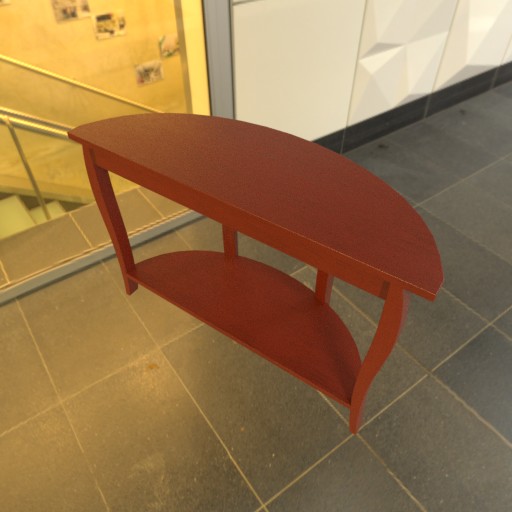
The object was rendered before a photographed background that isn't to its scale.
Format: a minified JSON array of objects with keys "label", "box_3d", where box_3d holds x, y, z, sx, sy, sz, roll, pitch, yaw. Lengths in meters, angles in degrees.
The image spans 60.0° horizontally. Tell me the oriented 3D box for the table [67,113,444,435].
[{"label":"table","box_3d":[0.000,0.000,1.588,1.219,0.779,0.405,26,50,24]}]
